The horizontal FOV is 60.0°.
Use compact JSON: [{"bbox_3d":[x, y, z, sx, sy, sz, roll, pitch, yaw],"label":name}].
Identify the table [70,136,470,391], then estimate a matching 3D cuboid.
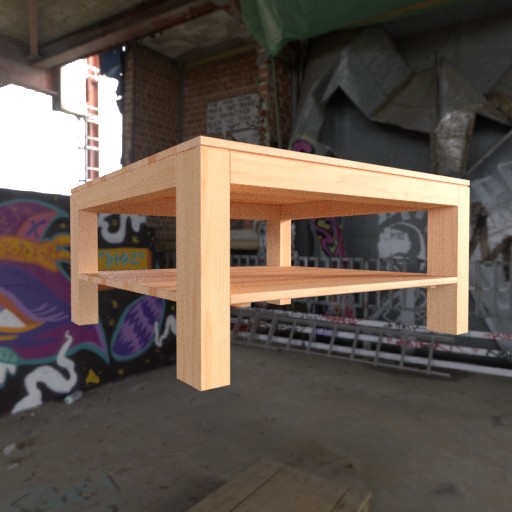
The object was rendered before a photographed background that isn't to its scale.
[{"bbox_3d":[0.000,0.000,1.407,0.900,0.450,0.900,-1,2,-36],"label":"table"}]
